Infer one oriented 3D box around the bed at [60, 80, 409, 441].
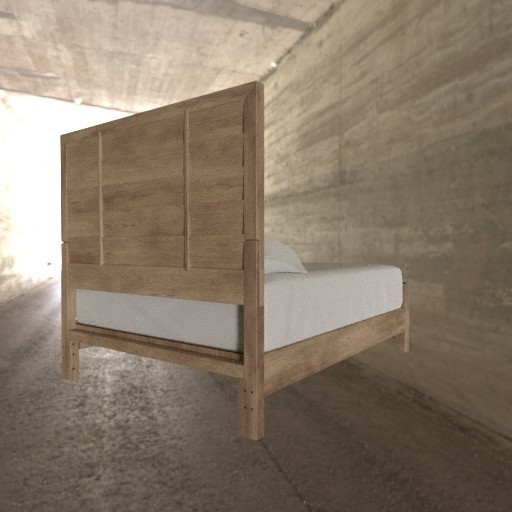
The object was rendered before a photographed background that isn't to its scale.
[{"bbox_3d":[0.000,0.000,3.358,1.626,1.626,2.197,1,1,36],"label":"bed"}]
